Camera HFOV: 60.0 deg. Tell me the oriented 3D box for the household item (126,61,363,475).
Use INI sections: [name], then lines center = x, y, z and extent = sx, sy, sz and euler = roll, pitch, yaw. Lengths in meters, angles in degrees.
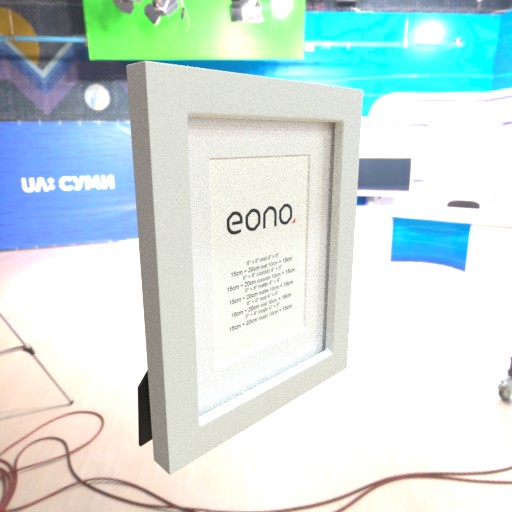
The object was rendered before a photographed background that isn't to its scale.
[household item]
center = 0.000, 0.000, 0.339
extent = 0.200, 0.250, 0.045
euler = -14, 20, -42
